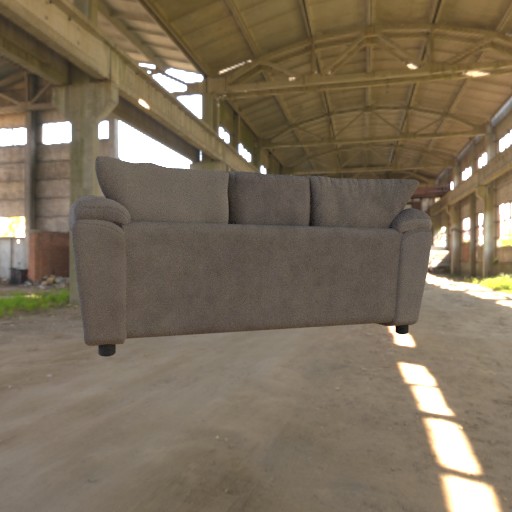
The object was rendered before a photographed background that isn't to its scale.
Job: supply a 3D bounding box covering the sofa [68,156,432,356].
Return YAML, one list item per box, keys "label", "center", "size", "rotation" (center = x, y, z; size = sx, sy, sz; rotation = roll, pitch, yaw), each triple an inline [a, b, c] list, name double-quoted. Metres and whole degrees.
- label: "sofa"
  center: [0.000, 0.000, 2.987]
  size: [2.336, 1.073, 0.878]
  rotation: [0, 0, -20]
